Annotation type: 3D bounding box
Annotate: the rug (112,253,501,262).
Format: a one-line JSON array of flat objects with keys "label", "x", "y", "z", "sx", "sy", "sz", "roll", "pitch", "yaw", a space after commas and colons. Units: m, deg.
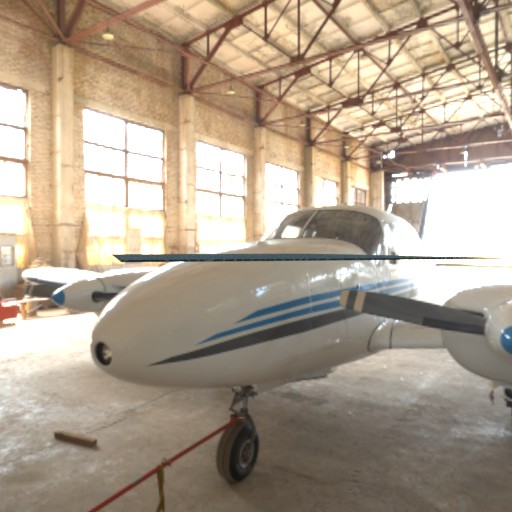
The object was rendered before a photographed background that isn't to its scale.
[{"label": "rug", "x": 0.000, "y": 0.000, "z": 4.002, "sx": 2.432, "sy": 0.012, "sz": 3.033, "roll": 0, "pitch": 1, "yaw": -19}]
